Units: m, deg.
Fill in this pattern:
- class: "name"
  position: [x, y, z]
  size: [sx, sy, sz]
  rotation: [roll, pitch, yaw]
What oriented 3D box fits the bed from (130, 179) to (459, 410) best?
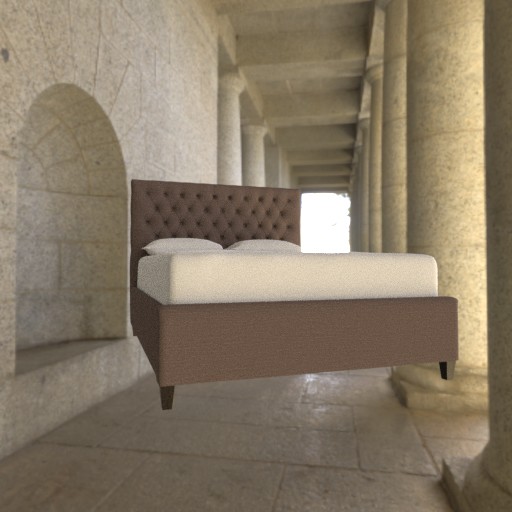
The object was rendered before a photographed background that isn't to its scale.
- class: "bed"
  position: [0.000, 0.000, 3.287]
  size: [1.696, 1.426, 2.233]
  rotation: [0, -1, -19]
